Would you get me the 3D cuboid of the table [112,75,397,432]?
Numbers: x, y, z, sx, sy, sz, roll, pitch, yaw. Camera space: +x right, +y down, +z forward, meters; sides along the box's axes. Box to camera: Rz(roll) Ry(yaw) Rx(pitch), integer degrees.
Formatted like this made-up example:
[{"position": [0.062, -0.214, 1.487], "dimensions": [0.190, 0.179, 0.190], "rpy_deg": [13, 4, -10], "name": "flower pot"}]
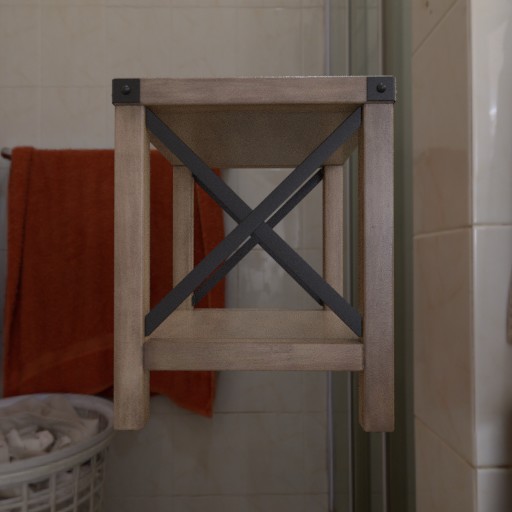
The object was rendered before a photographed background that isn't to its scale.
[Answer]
[{"position": [0.000, 0.000, 0.938], "dimensions": [0.459, 0.561, 0.510], "rpy_deg": [0, -1, 1], "name": "table"}]
